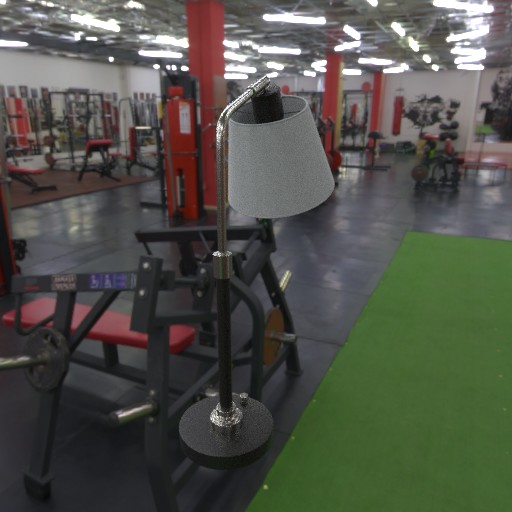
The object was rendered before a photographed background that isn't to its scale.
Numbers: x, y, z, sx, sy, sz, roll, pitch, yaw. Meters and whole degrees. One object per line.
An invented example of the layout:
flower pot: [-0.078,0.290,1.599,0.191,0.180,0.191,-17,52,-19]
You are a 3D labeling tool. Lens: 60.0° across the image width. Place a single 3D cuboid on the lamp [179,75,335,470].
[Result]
lamp: [0.000,0.000,0.705,0.181,0.539,0.348,9,20,26]
